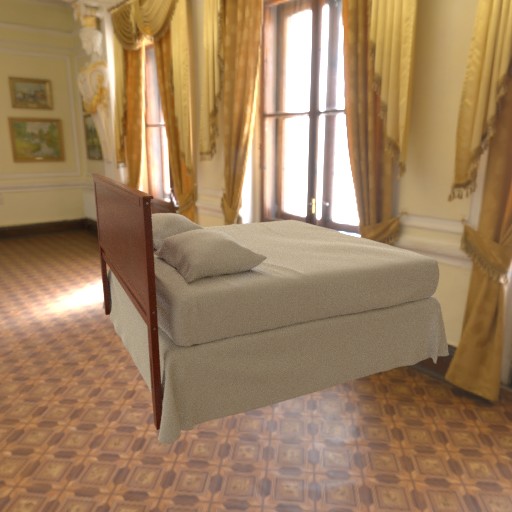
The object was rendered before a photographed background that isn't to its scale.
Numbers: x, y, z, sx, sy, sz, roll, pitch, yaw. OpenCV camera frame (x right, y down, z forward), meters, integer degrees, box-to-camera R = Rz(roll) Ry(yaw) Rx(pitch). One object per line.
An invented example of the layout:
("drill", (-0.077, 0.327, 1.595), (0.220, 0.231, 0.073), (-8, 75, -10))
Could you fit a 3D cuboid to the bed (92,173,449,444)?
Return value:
("bed", (0.000, 0.000, 3.589), (2.219, 1.271, 2.314), (-7, 15, -25))
